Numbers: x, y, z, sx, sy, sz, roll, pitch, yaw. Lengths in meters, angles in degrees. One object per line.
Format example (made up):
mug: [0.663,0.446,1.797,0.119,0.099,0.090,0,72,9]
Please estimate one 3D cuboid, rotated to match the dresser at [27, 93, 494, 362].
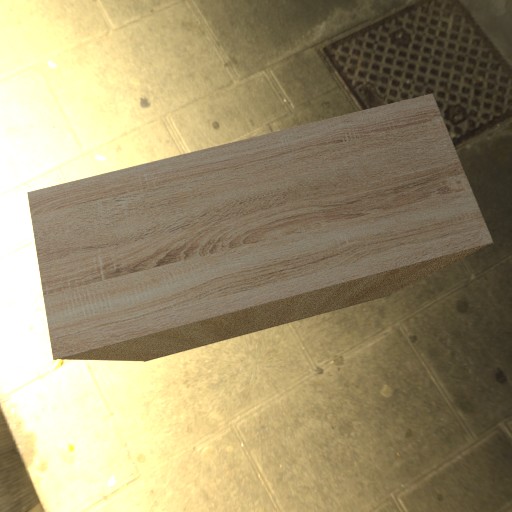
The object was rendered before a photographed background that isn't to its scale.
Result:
dresser: [0.000,0.000,1.554,1.100,0.900,0.450,-15,77,-4]
